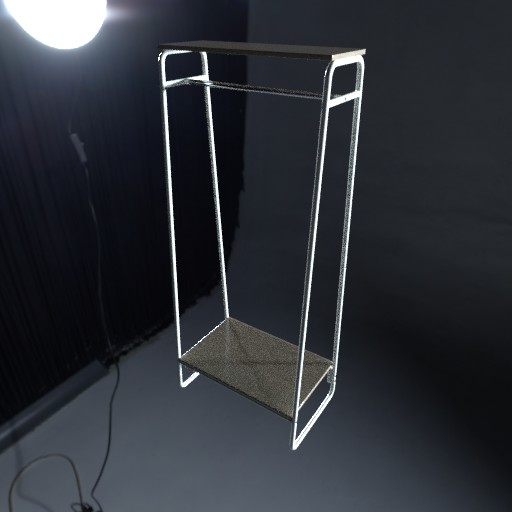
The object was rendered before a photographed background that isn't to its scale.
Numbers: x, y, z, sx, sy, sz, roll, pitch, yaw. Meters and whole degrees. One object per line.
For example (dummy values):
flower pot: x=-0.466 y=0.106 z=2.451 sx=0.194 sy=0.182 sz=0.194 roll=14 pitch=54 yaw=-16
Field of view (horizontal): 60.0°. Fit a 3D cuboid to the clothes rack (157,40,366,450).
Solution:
clothes rack: x=0.000 y=0.000 z=1.765 sx=0.640 sy=1.512 sz=0.400 roll=19 pitch=34 yaw=29
